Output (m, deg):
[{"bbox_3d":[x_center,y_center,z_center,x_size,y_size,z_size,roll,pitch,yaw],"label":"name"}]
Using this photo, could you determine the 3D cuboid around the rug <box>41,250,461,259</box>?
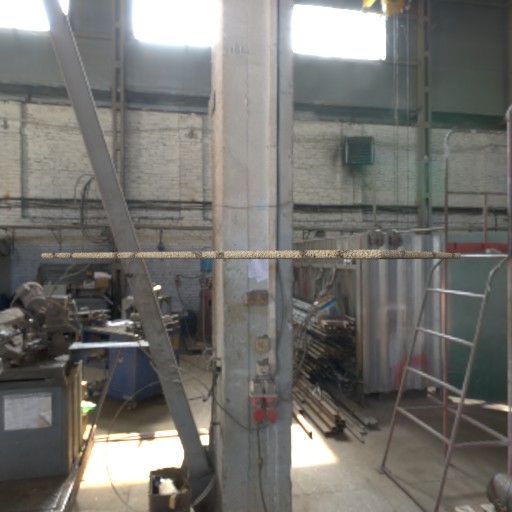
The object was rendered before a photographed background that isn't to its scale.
[{"bbox_3d":[0.000,0.000,2.098,1.600,0.025,1.200,0,0,34],"label":"rug"}]
